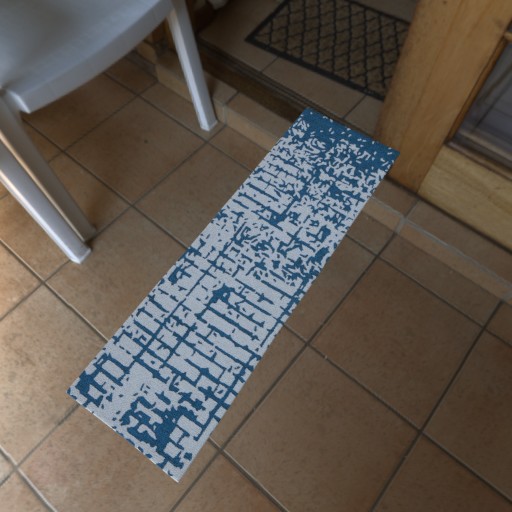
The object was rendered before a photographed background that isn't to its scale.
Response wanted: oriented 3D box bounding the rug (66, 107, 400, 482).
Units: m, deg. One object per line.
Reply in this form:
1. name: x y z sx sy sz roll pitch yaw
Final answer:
1. rug: 0.000 0.000 2.676 0.750 0.011 2.435 31 67 15
